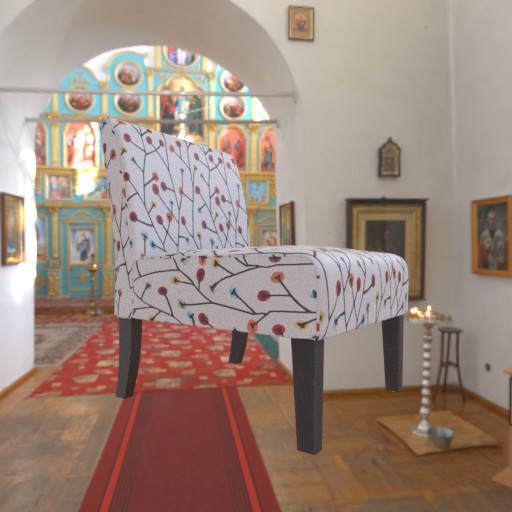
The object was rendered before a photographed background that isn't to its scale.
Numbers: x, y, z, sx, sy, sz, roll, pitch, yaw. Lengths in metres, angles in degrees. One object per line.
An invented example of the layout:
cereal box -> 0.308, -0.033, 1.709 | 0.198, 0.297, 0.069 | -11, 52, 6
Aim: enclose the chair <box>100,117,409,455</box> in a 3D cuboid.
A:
chair -> 0.000, 0.000, 1.317 | 0.732, 0.813, 0.597 | 0, -1, 36
